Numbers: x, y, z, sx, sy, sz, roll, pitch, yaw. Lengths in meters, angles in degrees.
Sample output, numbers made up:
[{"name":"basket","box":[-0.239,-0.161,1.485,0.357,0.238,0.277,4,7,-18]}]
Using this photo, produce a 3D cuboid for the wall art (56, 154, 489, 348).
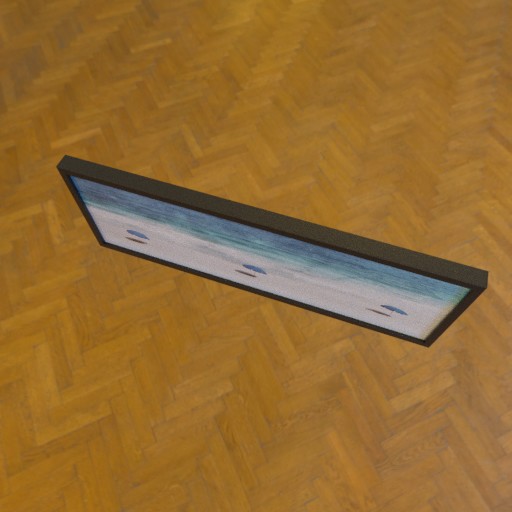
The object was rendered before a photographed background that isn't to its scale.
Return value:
[{"name":"wall art","box":[0.000,0.000,0.979,0.860,0.303,0.037,16,60,10]}]
